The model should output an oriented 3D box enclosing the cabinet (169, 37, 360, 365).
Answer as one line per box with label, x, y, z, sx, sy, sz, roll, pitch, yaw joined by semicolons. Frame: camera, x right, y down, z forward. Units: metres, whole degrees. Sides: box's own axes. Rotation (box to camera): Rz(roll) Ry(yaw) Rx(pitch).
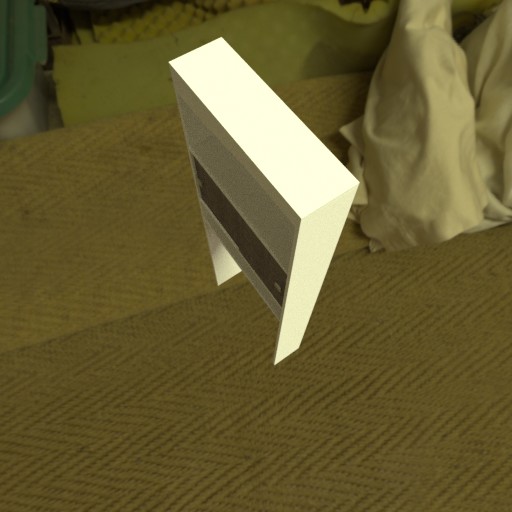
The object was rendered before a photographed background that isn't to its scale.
cabinet;0.000;0.000;2.011;0.192;1.770;0.643;-32;69;-14
